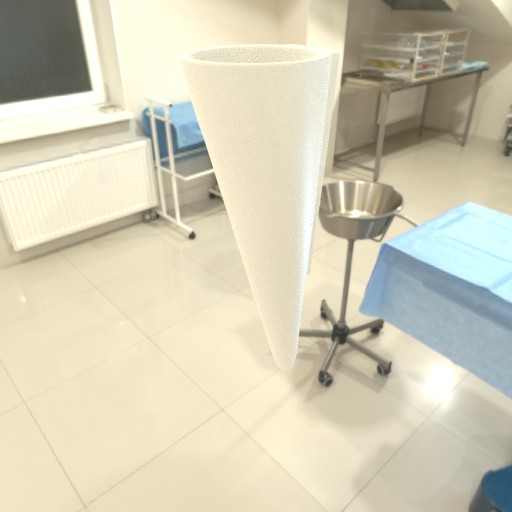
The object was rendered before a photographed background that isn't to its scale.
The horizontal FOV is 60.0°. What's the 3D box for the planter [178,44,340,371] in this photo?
[{"bbox_3d":[0.000,0.000,0.230,0.064,0.193,0.057,-20,37,-30],"label":"planter"}]
